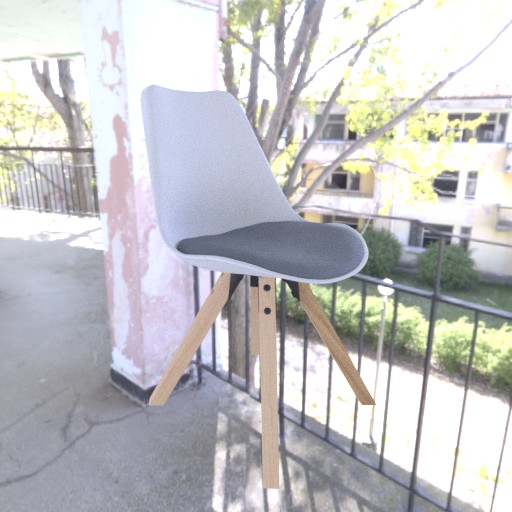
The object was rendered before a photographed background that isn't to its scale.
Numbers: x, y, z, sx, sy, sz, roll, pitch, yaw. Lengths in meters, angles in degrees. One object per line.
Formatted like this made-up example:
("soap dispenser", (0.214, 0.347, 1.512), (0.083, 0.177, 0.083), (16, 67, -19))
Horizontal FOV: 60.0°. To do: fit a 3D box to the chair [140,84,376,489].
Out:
("chair", (0.000, 0.000, 1.147), (0.550, 0.850, 0.485), (14, 21, 42))
